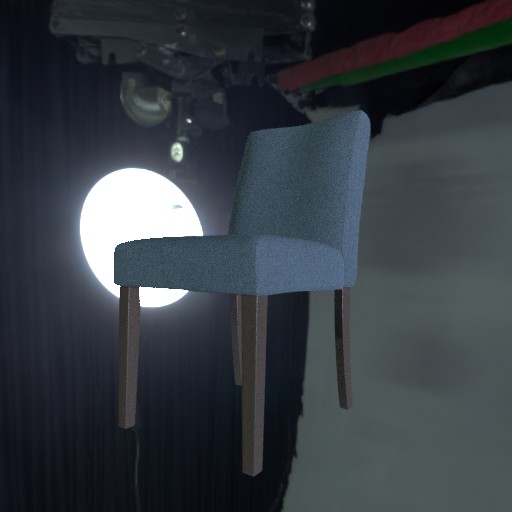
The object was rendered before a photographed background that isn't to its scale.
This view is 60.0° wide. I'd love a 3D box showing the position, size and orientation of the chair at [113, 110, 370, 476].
[{"bbox_3d":[0.000,0.000,1.254,0.487,0.882,0.629,0,0,36],"label":"chair"}]
